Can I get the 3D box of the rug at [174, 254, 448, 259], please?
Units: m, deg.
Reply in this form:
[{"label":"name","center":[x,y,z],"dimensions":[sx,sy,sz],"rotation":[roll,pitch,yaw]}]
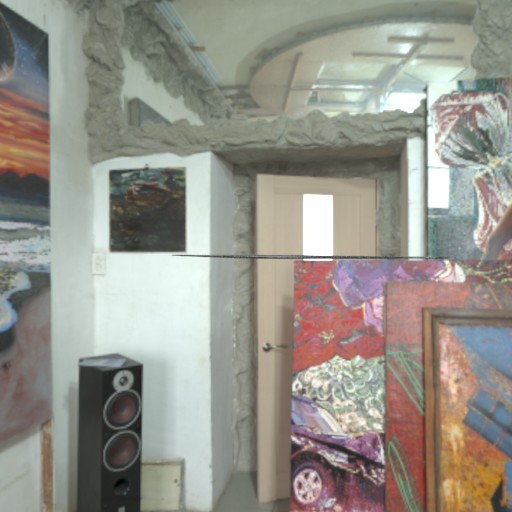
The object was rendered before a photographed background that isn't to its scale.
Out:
[{"label":"rug","center":[0.000,0.000,2.702],"dimensions":[0.760,0.012,2.434],"rotation":[0,0,-17]}]
